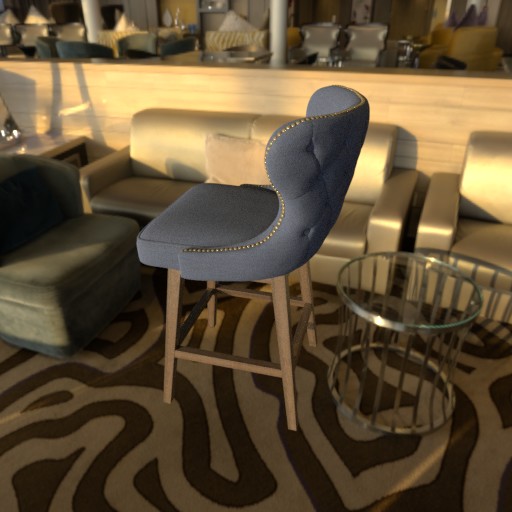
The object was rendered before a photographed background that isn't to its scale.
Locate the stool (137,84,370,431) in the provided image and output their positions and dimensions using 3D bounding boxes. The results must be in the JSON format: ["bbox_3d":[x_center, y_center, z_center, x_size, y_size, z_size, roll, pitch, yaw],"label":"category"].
[{"bbox_3d":[0.000,0.000,1.404,0.597,0.972,0.615,7,30,13],"label":"stool"}]
